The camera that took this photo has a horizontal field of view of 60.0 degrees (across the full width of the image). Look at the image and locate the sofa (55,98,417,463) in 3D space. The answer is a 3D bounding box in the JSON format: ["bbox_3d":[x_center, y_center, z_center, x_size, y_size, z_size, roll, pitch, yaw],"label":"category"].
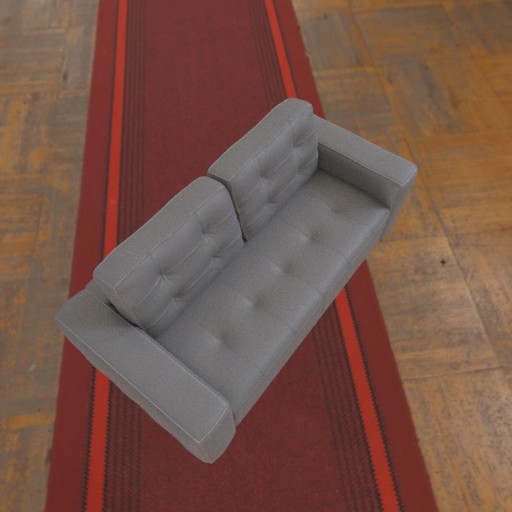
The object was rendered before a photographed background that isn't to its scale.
[{"bbox_3d":[0.000,0.000,2.201,0.833,0.892,1.726,33,64,19],"label":"sofa"}]
